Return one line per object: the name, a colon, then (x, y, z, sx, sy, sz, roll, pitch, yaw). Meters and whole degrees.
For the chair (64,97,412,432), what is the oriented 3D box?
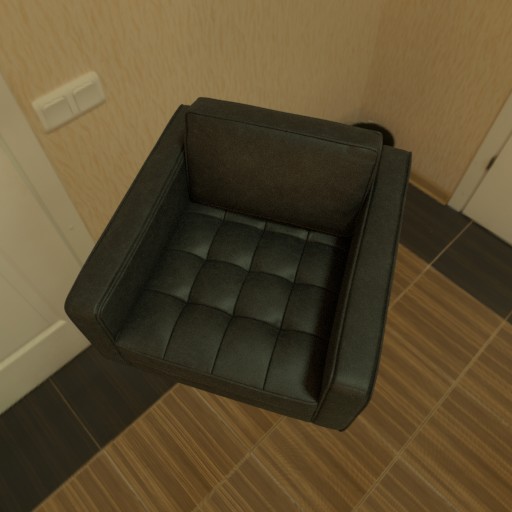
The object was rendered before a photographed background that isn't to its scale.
chair: (0.000, 0.000, 1.547, 0.889, 0.763, 0.914, 14, 59, 9)
